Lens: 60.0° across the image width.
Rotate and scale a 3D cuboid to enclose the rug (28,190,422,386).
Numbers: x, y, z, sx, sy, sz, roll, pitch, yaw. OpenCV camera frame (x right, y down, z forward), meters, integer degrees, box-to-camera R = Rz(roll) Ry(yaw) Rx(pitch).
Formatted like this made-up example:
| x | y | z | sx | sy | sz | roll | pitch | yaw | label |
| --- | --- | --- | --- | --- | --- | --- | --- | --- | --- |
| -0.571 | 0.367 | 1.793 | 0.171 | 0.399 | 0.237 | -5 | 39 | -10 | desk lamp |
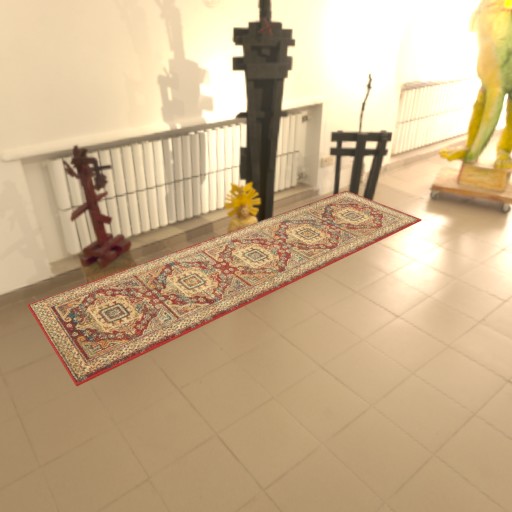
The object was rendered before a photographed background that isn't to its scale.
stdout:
| x | y | z | sx | sy | sz | roll | pitch | yaw | label |
| --- | --- | --- | --- | --- | --- | --- | --- | --- | --- |
| 0.000 | 0.000 | 2.527 | 2.292 | 0.015 | 0.659 | -22 | 37 | -33 | rug |
